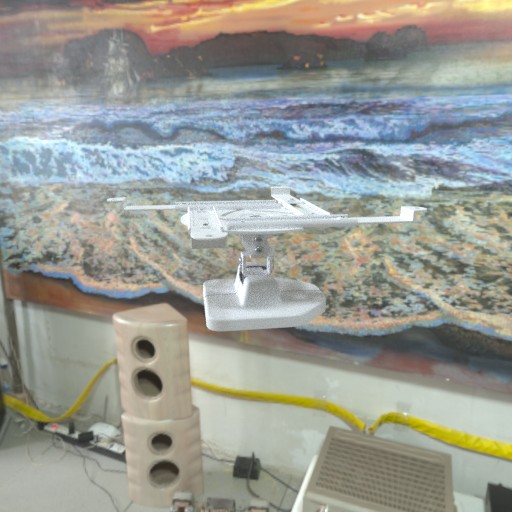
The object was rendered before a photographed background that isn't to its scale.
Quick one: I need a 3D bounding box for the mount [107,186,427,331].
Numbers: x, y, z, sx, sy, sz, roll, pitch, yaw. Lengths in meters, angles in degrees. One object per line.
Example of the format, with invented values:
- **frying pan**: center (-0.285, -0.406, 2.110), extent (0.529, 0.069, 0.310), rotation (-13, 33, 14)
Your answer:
- **mount**: center (0.000, 0.000, 0.592), extent (0.394, 0.141, 0.394), rotation (-2, 15, -8)
